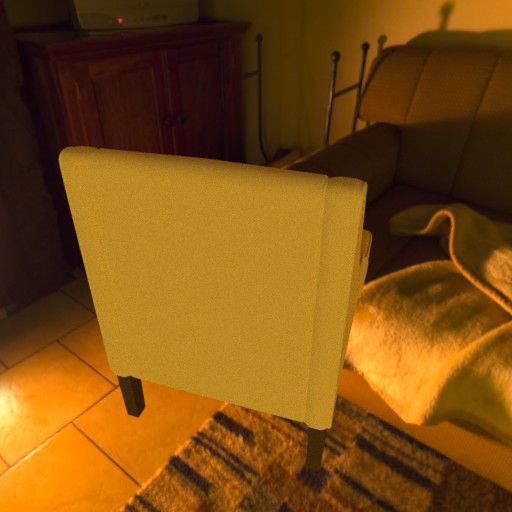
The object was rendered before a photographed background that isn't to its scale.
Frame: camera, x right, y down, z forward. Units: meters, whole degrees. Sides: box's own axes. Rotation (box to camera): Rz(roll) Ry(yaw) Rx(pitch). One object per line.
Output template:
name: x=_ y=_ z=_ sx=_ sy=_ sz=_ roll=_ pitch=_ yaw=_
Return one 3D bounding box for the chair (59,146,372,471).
chair: x=0.000 y=0.000 z=1.432 sx=0.689 sy=0.886 sz=0.806 roll=10 pitch=34 yaw=15
